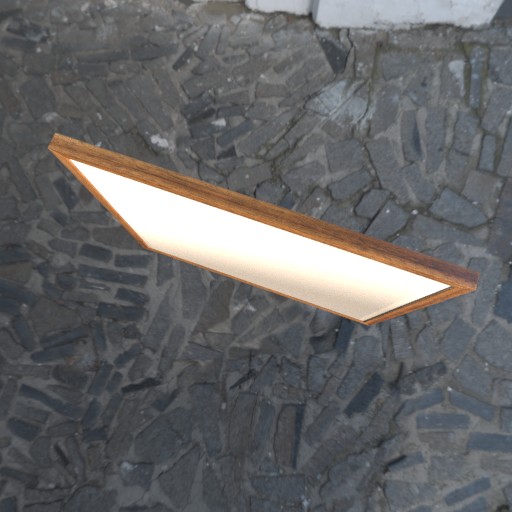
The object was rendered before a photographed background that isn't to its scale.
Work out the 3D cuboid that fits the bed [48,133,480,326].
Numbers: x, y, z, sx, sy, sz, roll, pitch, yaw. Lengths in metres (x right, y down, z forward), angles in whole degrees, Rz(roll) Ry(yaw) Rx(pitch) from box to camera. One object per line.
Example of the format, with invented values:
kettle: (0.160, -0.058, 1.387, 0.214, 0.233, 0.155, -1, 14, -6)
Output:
bed: (0.000, 0.000, 1.478, 1.041, 0.940, 0.043, 19, 77, 4)
